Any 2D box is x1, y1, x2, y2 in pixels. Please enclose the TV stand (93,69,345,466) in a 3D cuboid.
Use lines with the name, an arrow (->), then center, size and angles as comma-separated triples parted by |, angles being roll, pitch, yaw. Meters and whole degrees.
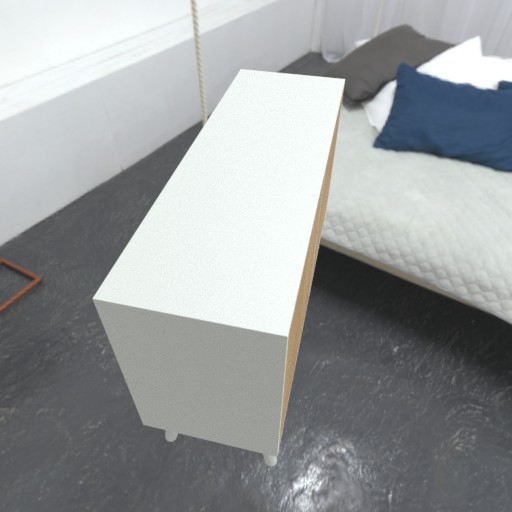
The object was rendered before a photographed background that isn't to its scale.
TV stand -> 0.000, 0.000, 1.570 | 0.406, 0.812, 1.193 | 9, 46, 9
